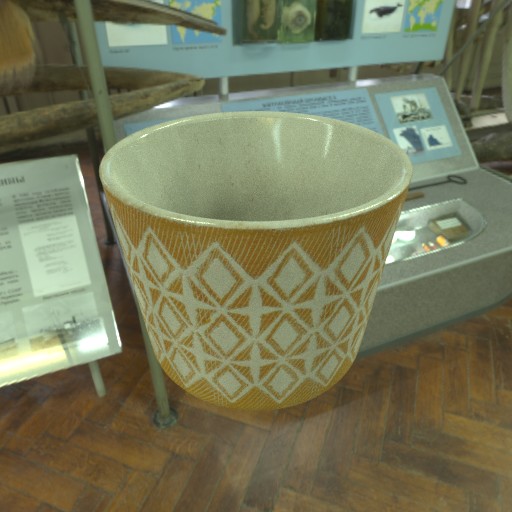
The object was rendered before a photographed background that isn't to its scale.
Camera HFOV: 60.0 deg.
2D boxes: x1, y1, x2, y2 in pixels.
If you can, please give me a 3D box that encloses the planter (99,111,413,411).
[{"bbox_3d":[0.000,0.000,0.214,0.126,0.104,0.126,0,33,0],"label":"planter"}]
